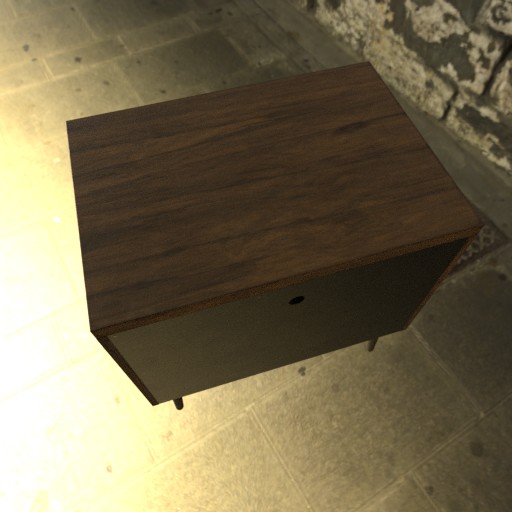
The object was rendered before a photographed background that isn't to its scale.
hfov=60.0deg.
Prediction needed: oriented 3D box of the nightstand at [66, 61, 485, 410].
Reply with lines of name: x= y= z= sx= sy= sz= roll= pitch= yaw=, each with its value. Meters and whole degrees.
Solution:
nightstand: x=0.000 y=0.000 z=1.021 sx=0.610 sy=0.610 sz=0.458 roll=-15 pitch=60 yaw=-9
